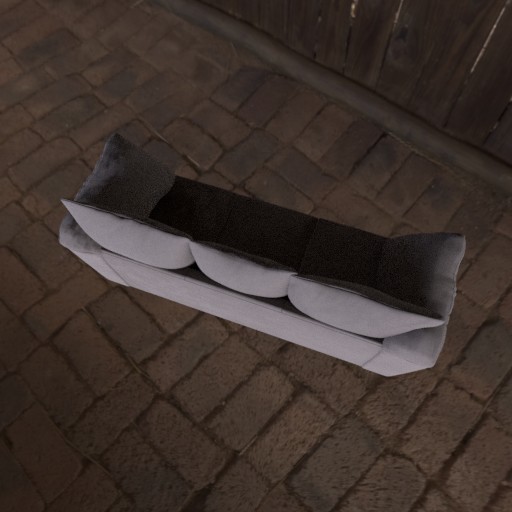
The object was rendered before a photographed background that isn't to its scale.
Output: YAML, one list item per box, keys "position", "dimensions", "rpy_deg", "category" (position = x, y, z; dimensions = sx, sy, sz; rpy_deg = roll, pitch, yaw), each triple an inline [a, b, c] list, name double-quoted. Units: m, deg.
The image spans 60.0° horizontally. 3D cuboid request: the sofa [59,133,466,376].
- position: [0.000, 0.000, 2.883]
  dimensions: [2.377, 0.981, 0.893]
  rpy_deg: [18, 64, 9]
  category: "sofa"
